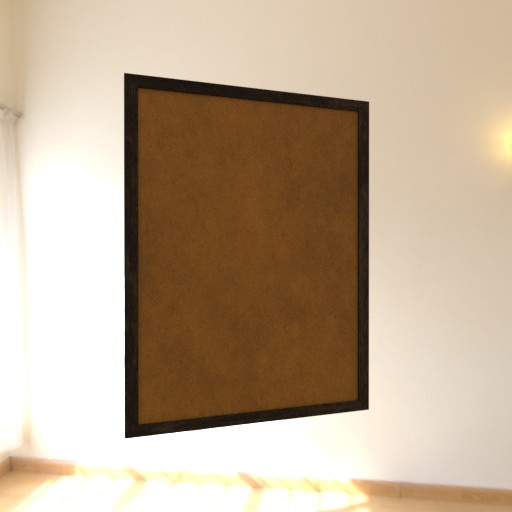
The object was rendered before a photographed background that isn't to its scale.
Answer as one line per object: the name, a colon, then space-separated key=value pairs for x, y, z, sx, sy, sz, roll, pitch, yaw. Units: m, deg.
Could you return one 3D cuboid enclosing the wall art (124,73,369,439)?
wall art: x=0.000 y=0.000 z=1.425 sx=0.812 sy=1.066 sz=0.029 roll=0 pitch=0 yaw=-17
